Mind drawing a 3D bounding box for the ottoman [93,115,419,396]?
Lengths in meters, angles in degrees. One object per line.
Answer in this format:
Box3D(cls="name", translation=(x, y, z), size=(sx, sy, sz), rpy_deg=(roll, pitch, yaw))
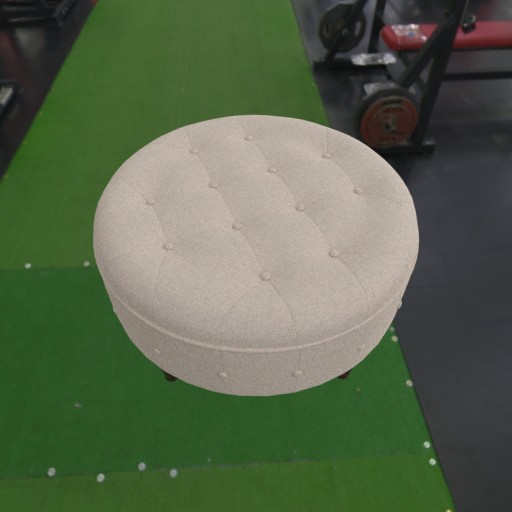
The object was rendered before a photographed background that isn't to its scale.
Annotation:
Box3D(cls="ottoman", translation=(0.000, 0.000, 1.313), size=(0.848, 0.494, 0.848), rpy_deg=(0, 47, 0))
